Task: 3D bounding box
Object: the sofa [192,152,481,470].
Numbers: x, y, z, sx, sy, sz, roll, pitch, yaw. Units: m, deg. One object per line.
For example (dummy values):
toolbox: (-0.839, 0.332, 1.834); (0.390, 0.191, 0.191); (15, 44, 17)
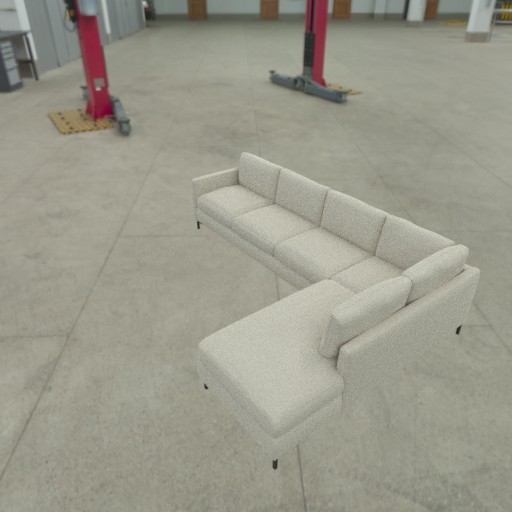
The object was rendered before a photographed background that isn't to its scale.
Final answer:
sofa: (0.000, 0.000, 3.836); (2.007, 0.815, 2.949); (-22, 37, -31)
